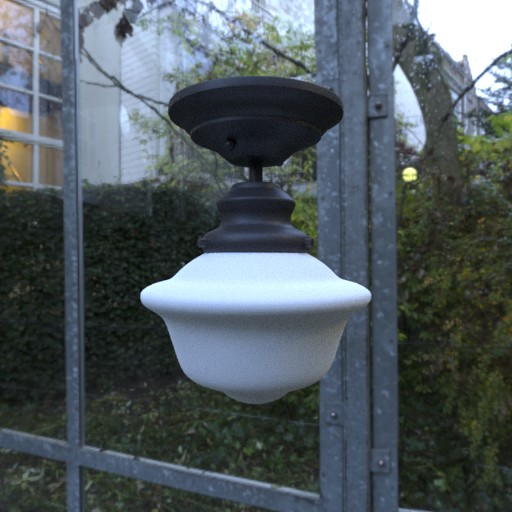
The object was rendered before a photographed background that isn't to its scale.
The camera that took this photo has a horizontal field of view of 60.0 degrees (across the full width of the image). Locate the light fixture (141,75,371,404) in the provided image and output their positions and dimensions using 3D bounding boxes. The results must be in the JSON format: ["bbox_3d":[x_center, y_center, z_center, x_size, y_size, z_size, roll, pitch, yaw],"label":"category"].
[{"bbox_3d":[0.000,0.000,0.388,0.197,0.254,0.197,0,0,0],"label":"light fixture"}]
